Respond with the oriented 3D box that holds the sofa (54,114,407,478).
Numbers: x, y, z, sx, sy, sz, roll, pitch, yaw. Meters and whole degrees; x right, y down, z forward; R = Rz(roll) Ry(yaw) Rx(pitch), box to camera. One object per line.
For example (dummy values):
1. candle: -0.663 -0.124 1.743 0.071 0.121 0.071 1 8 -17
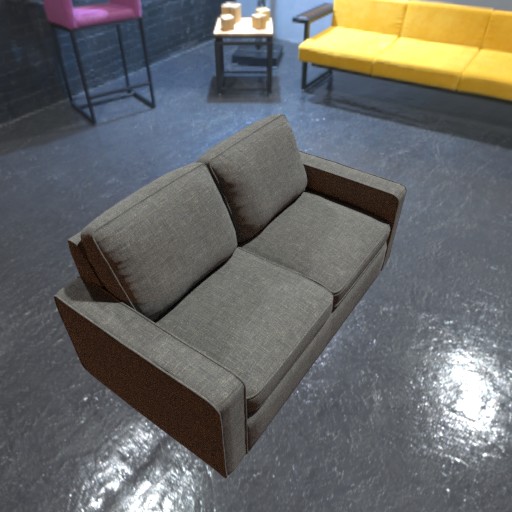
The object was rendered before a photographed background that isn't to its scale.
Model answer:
1. sofa: 0.000 0.000 2.278 0.947 0.918 1.709 25 47 26
